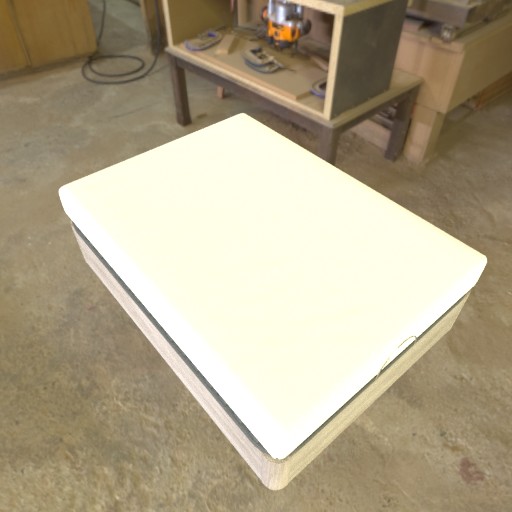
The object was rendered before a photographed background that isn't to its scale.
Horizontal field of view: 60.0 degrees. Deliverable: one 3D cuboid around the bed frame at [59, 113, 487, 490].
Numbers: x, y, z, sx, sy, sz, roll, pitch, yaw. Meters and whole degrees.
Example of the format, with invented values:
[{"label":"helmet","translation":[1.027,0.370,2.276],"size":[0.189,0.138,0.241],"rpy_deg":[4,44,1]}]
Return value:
[{"label":"bed frame","translation":[0.000,0.000,2.515],"size":[1.400,0.561,1.900],"rpy_deg":[-31,53,-27]}]
